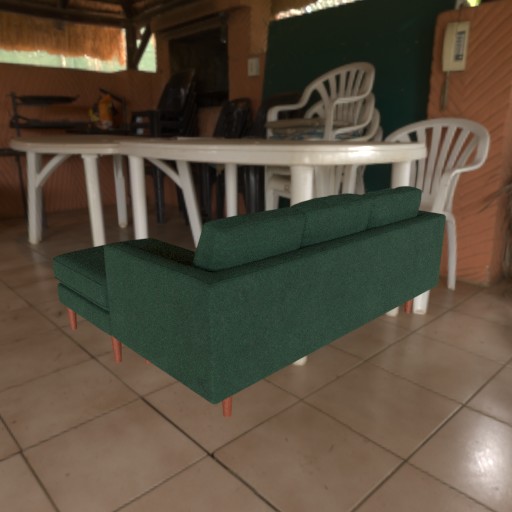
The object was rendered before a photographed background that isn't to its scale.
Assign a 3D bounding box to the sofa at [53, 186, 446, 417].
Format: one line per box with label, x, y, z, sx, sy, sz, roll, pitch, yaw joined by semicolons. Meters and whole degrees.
sofa;0.000;0.000;2.885;2.030;0.899;1.580;-15;22;-42
